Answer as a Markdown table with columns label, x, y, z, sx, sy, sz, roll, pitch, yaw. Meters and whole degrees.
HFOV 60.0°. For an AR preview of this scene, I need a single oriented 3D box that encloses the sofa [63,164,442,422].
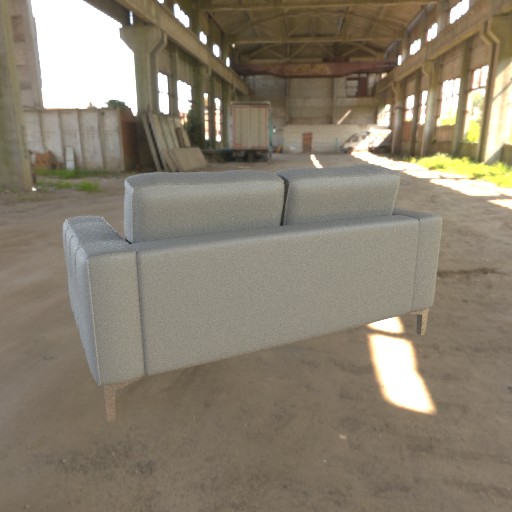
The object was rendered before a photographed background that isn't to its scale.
| label | x | y | z | sx | sy | sz | roll | pitch | yaw |
| --- | --- | --- | --- | --- | --- | --- | --- | --- | --- |
| sofa | 0.000 | 0.000 | 2.228 | 1.726 | 0.892 | 0.833 | -8 | 17 | -26 |
